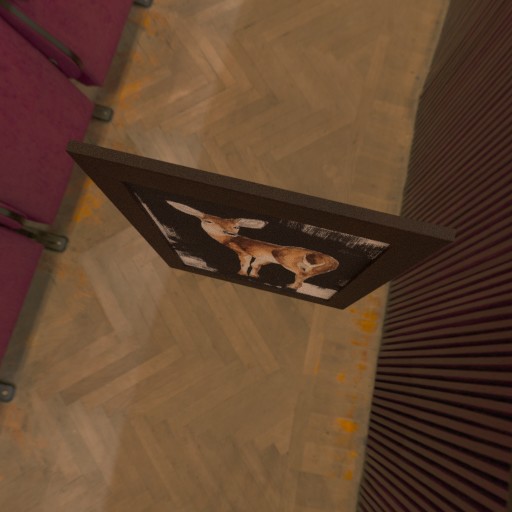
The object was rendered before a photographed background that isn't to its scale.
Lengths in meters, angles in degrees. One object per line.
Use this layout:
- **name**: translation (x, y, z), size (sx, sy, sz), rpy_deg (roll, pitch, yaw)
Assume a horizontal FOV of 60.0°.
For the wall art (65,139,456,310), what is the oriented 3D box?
- **wall art**: translation (0.000, 0.000, 0.644), size (0.359, 0.508, 0.013), rpy_deg (14, 77, 3)
